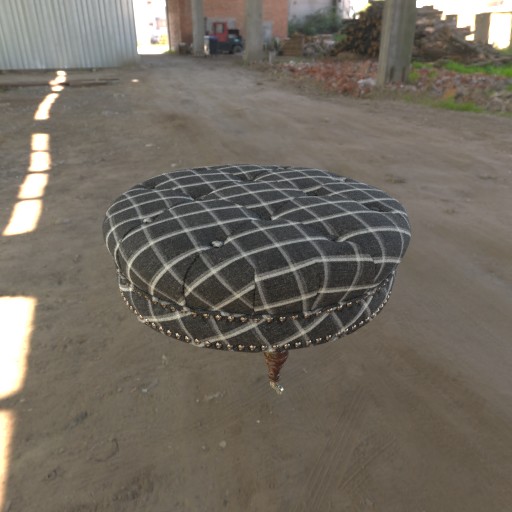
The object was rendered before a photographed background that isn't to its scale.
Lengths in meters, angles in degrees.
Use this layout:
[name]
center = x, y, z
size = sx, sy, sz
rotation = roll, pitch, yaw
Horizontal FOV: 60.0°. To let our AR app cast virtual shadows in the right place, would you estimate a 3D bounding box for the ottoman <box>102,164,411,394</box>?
[ottoman]
center = 0.000, 0.000, 1.410
size = 0.901, 0.439, 0.901
rotation = 0, 26, 0
